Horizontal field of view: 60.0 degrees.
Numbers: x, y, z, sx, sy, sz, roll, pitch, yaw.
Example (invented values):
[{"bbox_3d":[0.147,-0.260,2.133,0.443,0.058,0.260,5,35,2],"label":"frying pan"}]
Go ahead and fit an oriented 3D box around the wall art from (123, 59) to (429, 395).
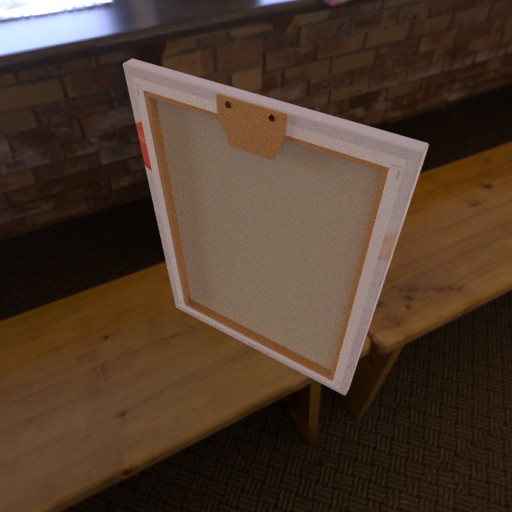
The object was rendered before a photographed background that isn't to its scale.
[{"bbox_3d":[0.000,0.000,1.350,0.759,1.014,0.045,24,51,21],"label":"wall art"}]
